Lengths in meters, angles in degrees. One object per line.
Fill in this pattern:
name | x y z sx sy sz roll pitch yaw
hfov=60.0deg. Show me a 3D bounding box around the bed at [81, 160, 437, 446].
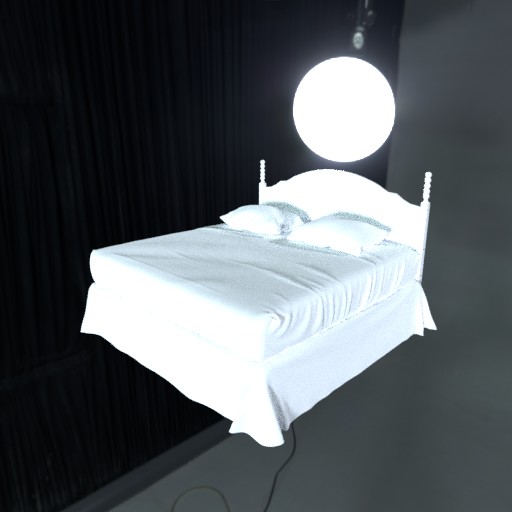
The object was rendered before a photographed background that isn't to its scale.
bed | 0.000 0.000 3.685 2.322 1.355 2.219 15 22 42
